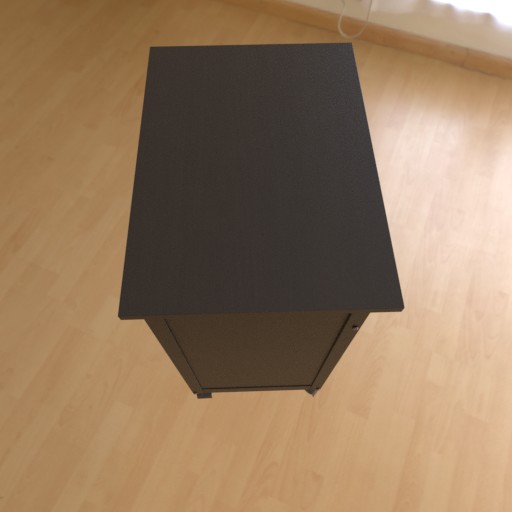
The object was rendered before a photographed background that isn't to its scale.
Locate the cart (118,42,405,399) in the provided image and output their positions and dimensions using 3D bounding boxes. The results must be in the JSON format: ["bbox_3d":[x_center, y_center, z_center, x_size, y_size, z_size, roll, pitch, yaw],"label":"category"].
[{"bbox_3d":[0.000,0.000,1.243,0.456,0.879,0.660,-2,62,-1],"label":"cart"}]
